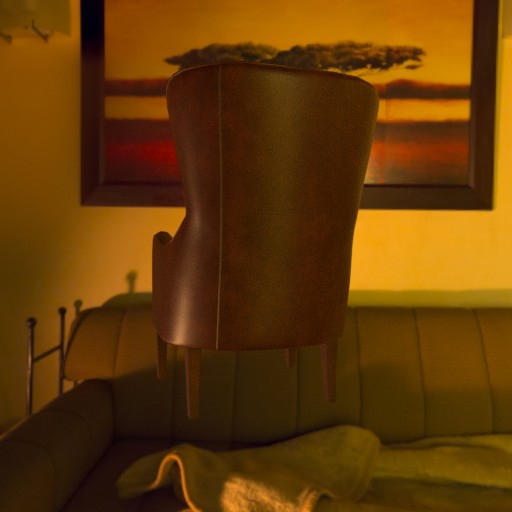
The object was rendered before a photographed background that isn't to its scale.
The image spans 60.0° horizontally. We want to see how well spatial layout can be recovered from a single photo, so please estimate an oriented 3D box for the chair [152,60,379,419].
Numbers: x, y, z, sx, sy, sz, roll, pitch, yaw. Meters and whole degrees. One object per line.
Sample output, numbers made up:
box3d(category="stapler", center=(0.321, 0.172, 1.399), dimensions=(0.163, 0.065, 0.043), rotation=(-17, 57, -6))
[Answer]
box3d(category="chair", center=(0.000, 0.000, 1.609), dimensions=(0.692, 1.048, 0.914), rotation=(0, 1, -18))
